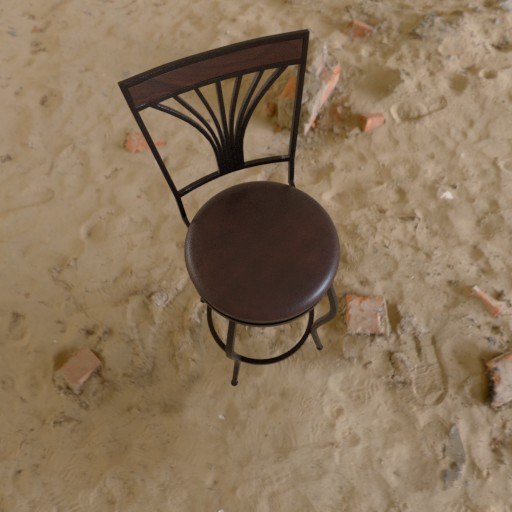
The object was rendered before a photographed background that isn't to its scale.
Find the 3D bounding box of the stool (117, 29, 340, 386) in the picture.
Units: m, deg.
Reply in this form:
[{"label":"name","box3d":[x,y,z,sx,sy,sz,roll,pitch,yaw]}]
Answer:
[{"label":"stool","box3d":[0.000,0.000,1.358,0.433,1.117,0.514,-20,66,-9]}]
